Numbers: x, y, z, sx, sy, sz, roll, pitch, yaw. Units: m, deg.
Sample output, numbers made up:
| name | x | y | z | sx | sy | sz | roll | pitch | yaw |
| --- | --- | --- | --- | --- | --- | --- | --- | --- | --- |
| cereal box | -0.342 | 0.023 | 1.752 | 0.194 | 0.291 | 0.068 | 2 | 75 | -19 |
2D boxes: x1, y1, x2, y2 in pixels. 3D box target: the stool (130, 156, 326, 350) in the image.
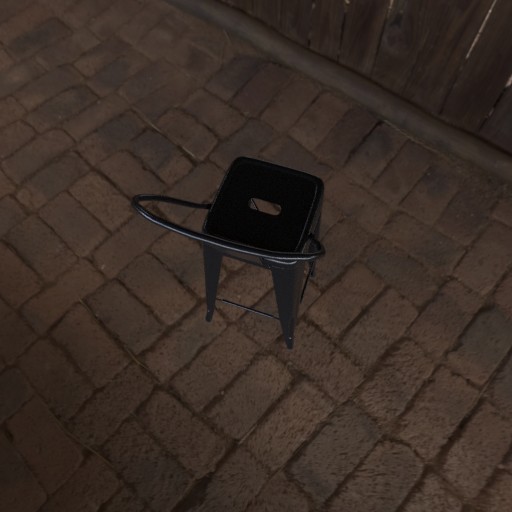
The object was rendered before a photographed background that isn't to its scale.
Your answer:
| name | x | y | z | sx | sy | sz | roll | pitch | yaw |
| --- | --- | --- | --- | --- | --- | --- | --- | --- | --- |
| stool | 0.000 | 0.000 | 1.366 | 0.399 | 1.096 | 0.513 | 17 | 65 | 8 |
